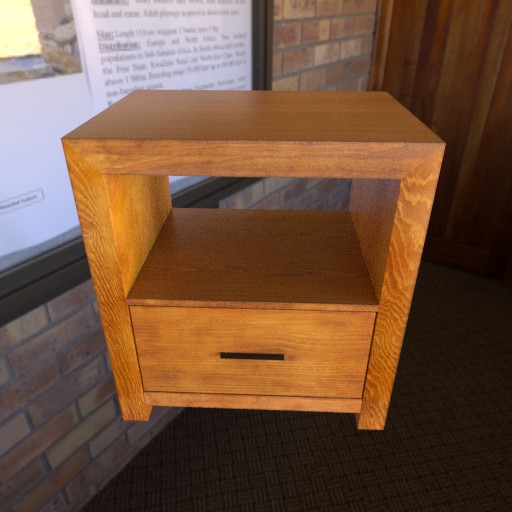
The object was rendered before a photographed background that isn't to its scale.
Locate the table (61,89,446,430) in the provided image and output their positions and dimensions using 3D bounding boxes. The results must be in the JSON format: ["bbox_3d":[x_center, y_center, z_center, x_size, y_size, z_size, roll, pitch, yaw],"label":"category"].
[{"bbox_3d":[0.000,0.000,0.949,0.550,0.605,0.400,1,30,2],"label":"table"}]
